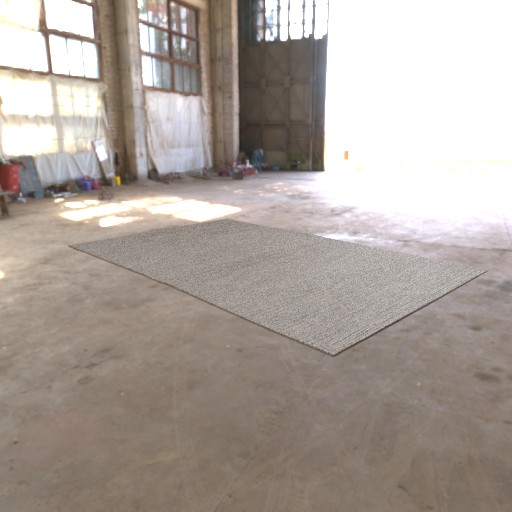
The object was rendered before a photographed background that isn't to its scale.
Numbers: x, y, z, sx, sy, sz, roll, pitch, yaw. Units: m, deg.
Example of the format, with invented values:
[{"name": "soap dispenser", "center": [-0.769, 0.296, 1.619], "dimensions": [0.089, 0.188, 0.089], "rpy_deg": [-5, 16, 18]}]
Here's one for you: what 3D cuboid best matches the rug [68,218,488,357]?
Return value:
[{"name": "rug", "center": [0.000, 0.000, 2.216], "dimensions": [1.162, 0.022, 1.804], "rpy_deg": [-14, 21, -42]}]
